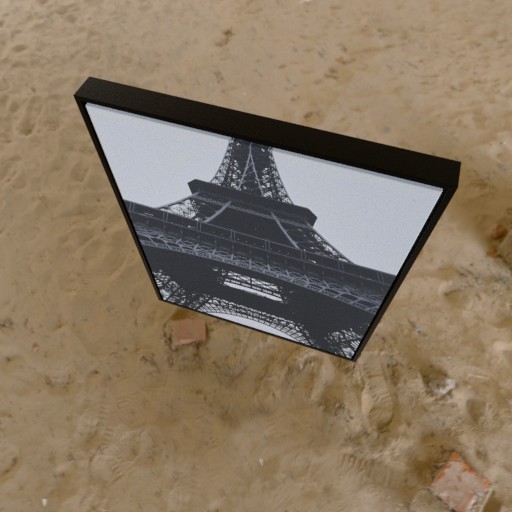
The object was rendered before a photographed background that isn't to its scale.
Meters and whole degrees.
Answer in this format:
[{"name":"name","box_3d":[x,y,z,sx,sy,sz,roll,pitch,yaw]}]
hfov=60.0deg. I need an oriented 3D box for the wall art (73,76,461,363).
[{"name":"wall art","box_3d":[0.000,0.000,0.737,0.451,0.553,0.039,16,59,10]}]
